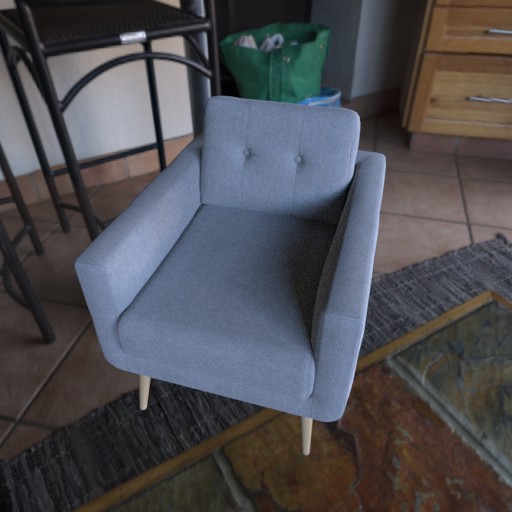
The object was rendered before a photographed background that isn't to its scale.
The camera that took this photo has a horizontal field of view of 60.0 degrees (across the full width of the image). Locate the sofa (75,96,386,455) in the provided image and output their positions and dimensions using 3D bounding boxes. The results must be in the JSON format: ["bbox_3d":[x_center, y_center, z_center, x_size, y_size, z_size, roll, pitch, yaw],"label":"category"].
[{"bbox_3d":[0.000,0.000,1.522,0.770,0.860,0.920,10,39,13],"label":"sofa"}]
